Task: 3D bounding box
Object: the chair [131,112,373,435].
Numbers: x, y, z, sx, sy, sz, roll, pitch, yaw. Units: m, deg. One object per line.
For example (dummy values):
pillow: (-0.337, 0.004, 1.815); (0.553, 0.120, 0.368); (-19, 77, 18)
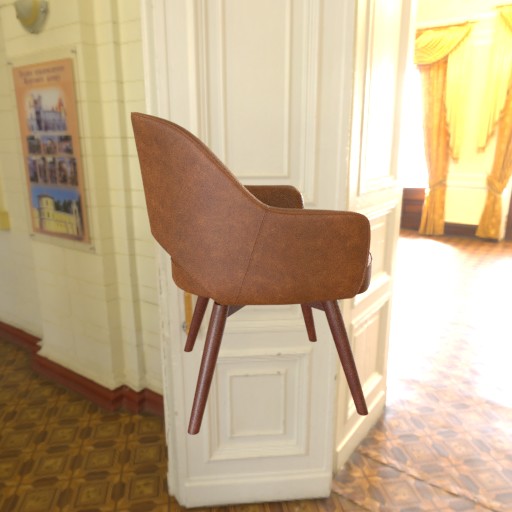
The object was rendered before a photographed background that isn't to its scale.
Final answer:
chair: (0.000, 0.000, 1.266); (0.640, 0.777, 0.591); (-3, 15, -10)
